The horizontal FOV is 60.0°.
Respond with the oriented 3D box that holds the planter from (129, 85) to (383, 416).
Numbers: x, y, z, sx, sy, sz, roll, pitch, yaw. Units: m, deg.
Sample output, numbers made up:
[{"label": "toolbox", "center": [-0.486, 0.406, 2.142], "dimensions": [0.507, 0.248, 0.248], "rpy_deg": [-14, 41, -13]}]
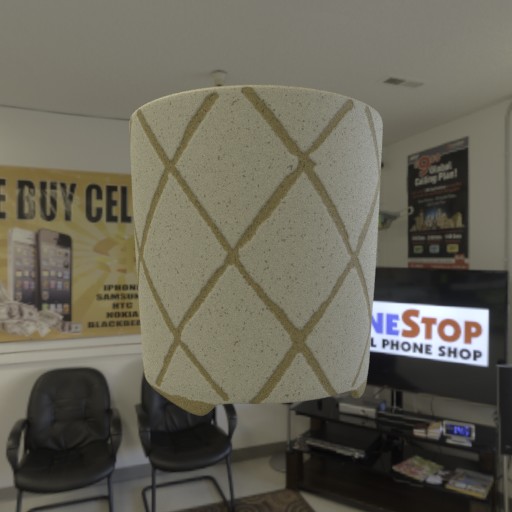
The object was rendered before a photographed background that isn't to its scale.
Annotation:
[{"label": "planter", "center": [0.000, 0.000, 0.415], "dimensions": [0.228, 0.235, 0.228], "rpy_deg": [0, 0, 0]}]
